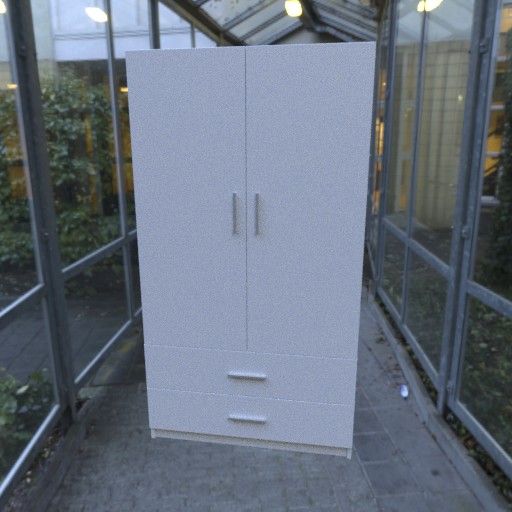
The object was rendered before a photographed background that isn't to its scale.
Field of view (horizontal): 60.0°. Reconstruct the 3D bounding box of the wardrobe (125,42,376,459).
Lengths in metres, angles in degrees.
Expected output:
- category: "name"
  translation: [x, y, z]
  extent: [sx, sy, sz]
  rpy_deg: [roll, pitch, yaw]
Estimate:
- category: "wardrobe"
  translation: [0.000, 0.000, 2.194]
  extent: [0.991, 1.808, 0.577]
  rpy_deg: [2, 14, 9]
